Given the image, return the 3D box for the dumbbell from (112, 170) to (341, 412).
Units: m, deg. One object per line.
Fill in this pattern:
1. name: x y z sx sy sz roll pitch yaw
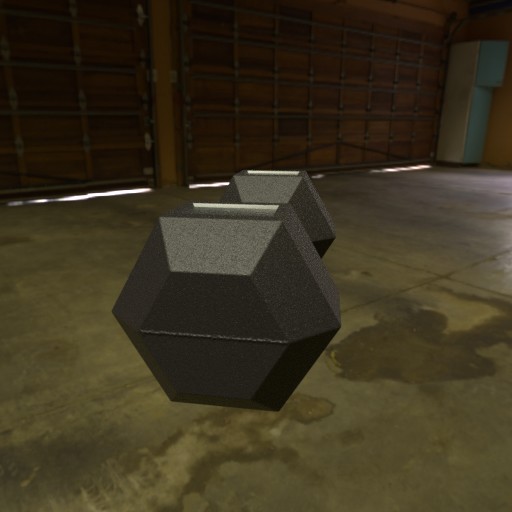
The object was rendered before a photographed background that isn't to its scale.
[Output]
1. dumbbell: 0.000 0.000 0.478 0.173 0.150 0.384 3 17 9
